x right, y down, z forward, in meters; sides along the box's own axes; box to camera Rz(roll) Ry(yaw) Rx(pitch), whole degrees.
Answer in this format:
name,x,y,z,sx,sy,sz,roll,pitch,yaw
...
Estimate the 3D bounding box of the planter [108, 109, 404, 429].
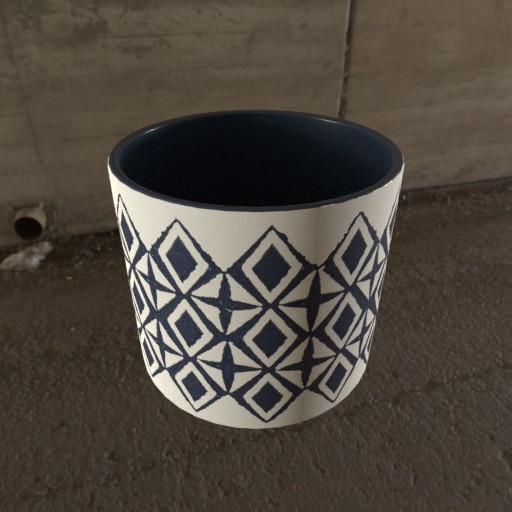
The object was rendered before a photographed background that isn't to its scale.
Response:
name,x,y,z,sx,sy,sz,roll,pitch,yaw
planter,0.000,0.000,0.283,0.159,0.144,0.159,0,32,0
